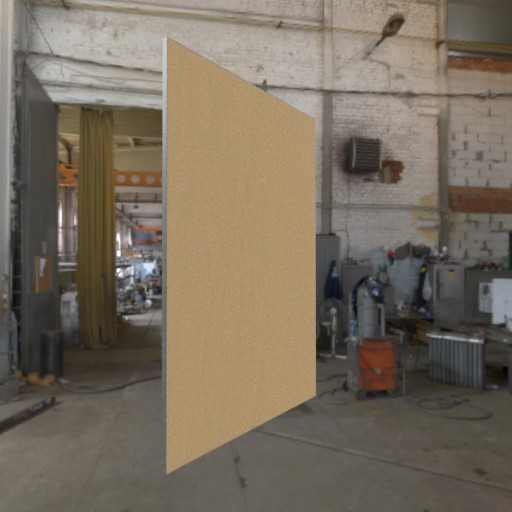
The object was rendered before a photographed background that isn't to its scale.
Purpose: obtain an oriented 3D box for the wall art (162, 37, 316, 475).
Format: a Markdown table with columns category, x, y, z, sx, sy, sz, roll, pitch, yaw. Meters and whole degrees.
| category | x | y | z | sx | sy | sz | roll | pitch | yaw |
| --- | --- | --- | --- | --- | --- | --- | --- | --- | --- |
| wall art | 0.000 | 0.000 | 1.464 | 0.016 | 1.116 | 0.810 | -1 | -1 | 35 |
